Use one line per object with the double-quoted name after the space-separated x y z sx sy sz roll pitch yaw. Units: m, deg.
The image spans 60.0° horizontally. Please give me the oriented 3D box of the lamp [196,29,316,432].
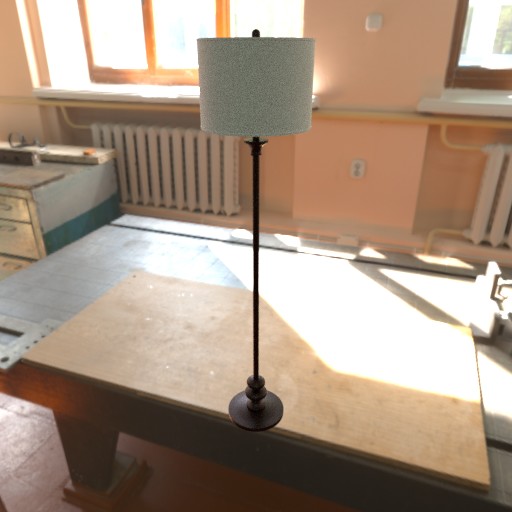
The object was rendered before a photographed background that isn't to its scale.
0.000 0.000 1.630 0.356 1.487 0.356 -16 29 -31 "lamp"
